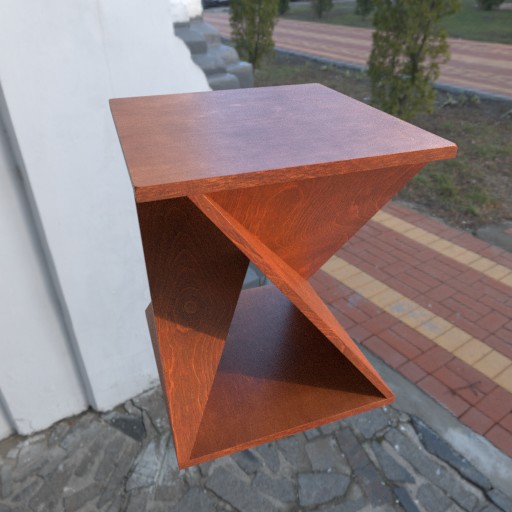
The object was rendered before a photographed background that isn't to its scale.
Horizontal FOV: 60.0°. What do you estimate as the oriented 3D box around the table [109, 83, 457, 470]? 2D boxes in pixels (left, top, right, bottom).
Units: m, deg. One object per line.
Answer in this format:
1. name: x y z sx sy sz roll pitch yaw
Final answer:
1. table: 0.000 0.000 0.846 0.427 0.520 0.427 -11 34 -16
